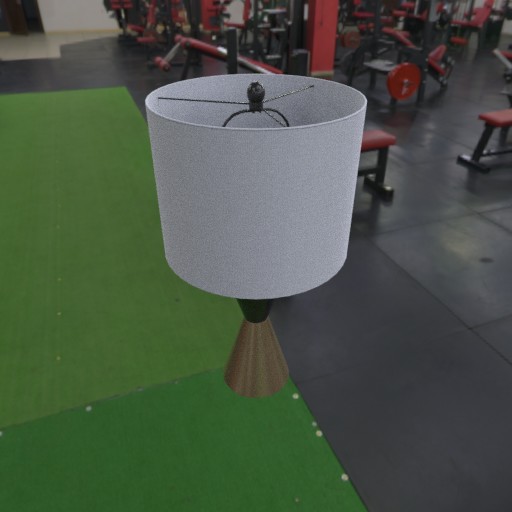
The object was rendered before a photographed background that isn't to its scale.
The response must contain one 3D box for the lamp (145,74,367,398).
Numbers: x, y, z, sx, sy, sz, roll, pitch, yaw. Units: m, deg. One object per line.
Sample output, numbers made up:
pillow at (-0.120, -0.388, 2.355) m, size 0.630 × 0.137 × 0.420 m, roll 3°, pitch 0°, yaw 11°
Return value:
lamp at (0.000, 0.000, 0.765) m, size 0.304 × 0.573 × 0.304 m, roll -10°, pitch 34°, yaw -15°
